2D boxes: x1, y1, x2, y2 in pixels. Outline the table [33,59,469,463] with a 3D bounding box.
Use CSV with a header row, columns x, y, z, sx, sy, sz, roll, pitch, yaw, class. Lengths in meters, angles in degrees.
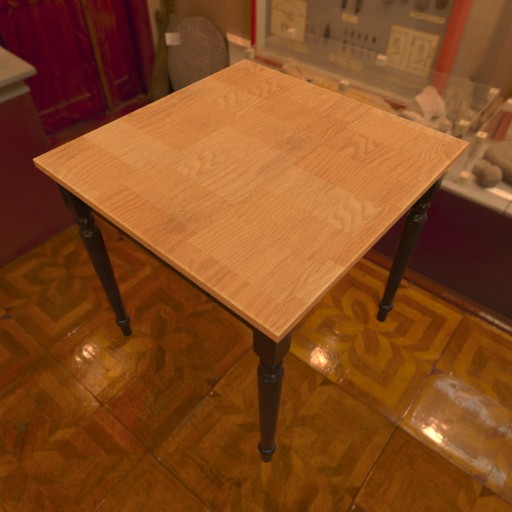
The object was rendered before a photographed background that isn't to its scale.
x,y,z,sx,sy,sz,roll,pitch,yaw,class
0.000,0.000,1.336,0.747,0.738,0.747,32,54,27,table
